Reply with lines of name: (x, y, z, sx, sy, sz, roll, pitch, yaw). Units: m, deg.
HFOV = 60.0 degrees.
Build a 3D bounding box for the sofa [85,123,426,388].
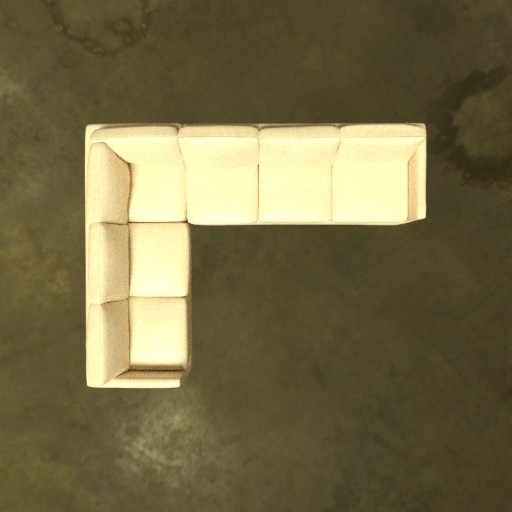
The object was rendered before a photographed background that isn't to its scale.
sofa: (0.000, 0.000, 4.492, 3.302, 0.947, 2.593, 0, 91, 1)
